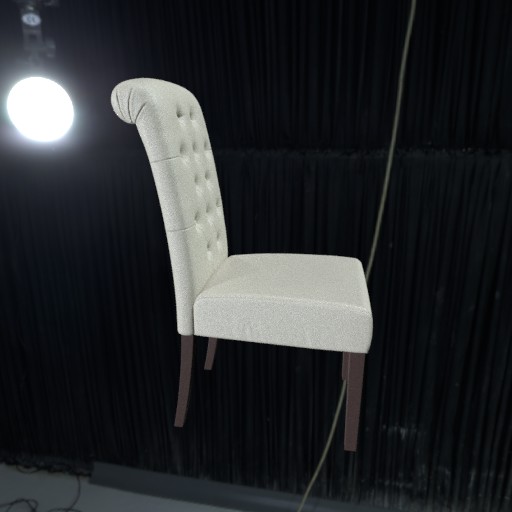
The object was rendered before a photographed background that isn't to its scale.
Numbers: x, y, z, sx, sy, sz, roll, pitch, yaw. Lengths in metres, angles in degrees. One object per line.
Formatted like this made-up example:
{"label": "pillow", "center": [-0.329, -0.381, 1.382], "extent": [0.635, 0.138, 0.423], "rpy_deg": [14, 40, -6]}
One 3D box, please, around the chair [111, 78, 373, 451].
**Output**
{"label": "chair", "center": [0.000, 0.000, 1.352], "extent": [0.671, 1.006, 0.456], "rpy_deg": [3, 17, 9]}
